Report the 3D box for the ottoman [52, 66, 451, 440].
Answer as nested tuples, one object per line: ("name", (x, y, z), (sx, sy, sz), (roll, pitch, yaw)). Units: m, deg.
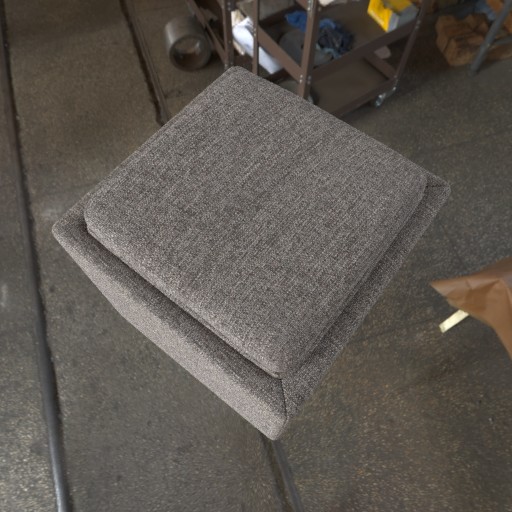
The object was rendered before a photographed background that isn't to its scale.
("ottoman", (0.000, 0.000, 0.832), (0.450, 0.460, 0.450), (35, 69, 16))
